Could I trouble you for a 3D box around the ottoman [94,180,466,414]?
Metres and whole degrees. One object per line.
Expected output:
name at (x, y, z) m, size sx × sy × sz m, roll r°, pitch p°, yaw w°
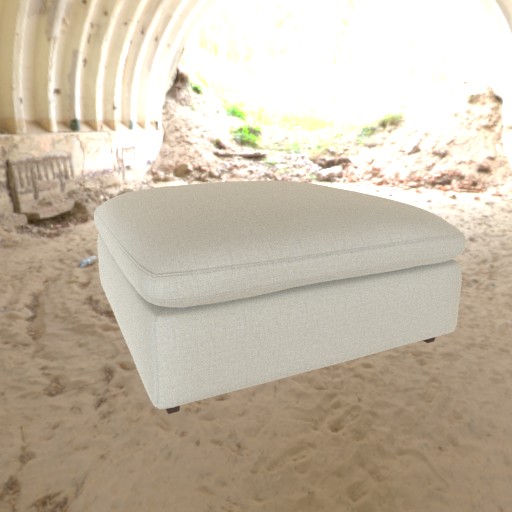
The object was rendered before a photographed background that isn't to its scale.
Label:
ottoman at (0.000, 0.000, 1.547) m, size 0.977 × 0.467 × 0.996 m, roll -8°, pitch 18°, yaw -25°
